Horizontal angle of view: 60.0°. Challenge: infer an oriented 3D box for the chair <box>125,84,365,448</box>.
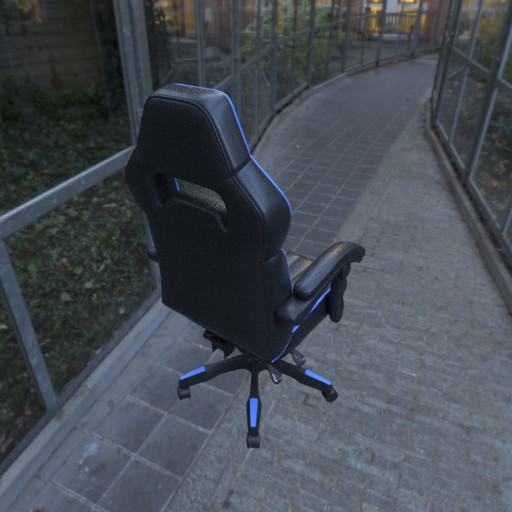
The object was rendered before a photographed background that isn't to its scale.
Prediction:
[{"bbox_3d":[0.000,0.000,1.665,0.700,1.280,0.700,22,37,32],"label":"chair"}]
